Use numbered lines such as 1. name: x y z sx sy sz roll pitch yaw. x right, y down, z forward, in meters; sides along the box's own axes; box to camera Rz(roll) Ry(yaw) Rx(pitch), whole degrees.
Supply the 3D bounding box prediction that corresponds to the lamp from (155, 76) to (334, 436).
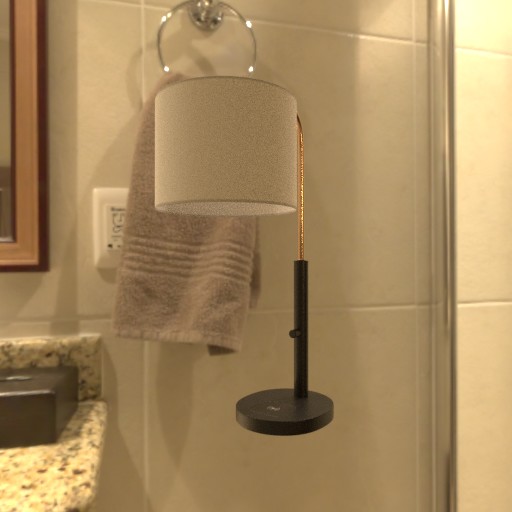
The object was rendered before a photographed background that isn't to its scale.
1. lamp: 0.000 0.000 0.686 0.199 0.540 0.337 0 0 37
